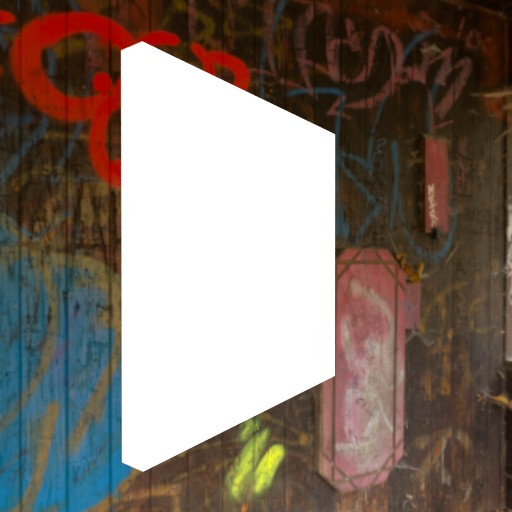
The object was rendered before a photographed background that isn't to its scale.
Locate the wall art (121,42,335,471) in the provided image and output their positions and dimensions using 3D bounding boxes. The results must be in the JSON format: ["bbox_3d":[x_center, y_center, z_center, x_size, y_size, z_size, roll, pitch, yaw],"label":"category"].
[{"bbox_3d":[0.000,0.000,0.517,0.027,0.355,0.355,0,0,36],"label":"wall art"}]
